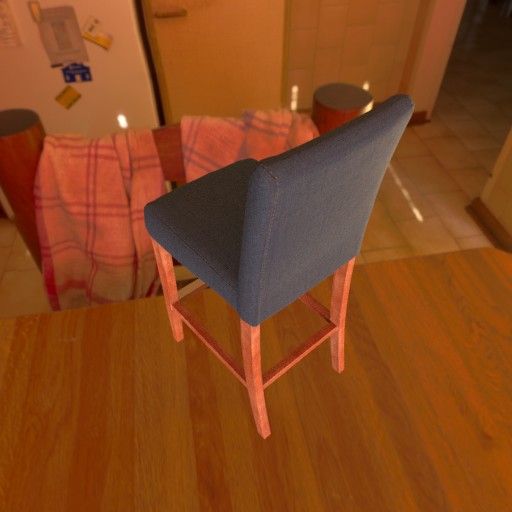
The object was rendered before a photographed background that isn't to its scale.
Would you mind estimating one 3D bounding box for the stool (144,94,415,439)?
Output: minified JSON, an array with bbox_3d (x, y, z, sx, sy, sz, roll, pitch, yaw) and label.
[{"bbox_3d":[0.000,0.000,1.364,0.454,1.088,0.574,-32,53,-27],"label":"stool"}]
